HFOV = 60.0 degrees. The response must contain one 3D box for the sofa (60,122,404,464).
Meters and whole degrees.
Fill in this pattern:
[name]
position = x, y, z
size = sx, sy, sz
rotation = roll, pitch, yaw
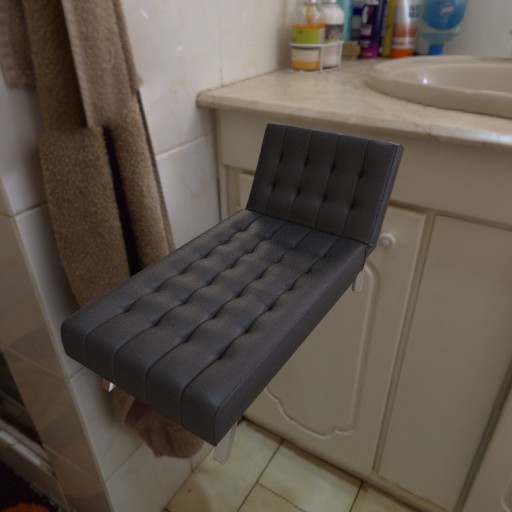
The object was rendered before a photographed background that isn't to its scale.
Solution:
[sofa]
position = 0.000, 0.000, 2.000
size = 0.760, 0.820, 1.560
rotation = 19, 36, 28
